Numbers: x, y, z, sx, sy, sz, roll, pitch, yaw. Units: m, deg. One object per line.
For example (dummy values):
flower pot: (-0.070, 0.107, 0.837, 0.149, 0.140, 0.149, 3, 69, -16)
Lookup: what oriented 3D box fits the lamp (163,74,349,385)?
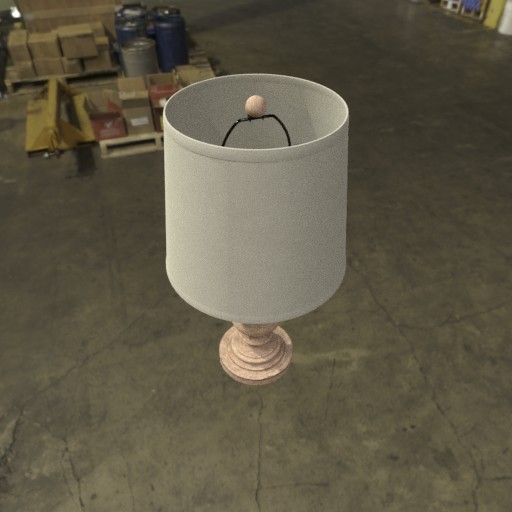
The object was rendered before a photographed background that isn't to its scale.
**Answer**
lamp: (0.000, 0.000, 0.681, 0.273, 0.497, 0.273, 0, 41, 0)
